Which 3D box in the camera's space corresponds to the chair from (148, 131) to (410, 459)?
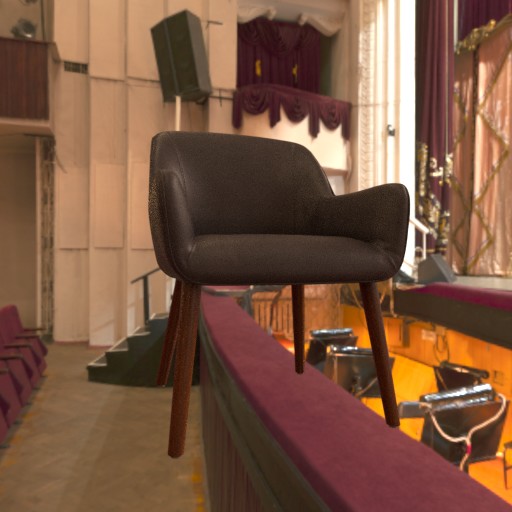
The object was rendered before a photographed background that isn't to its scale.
[{"bbox_3d":[0.000,0.000,1.256,0.610,0.828,0.610,0,0,-18],"label":"chair"}]
